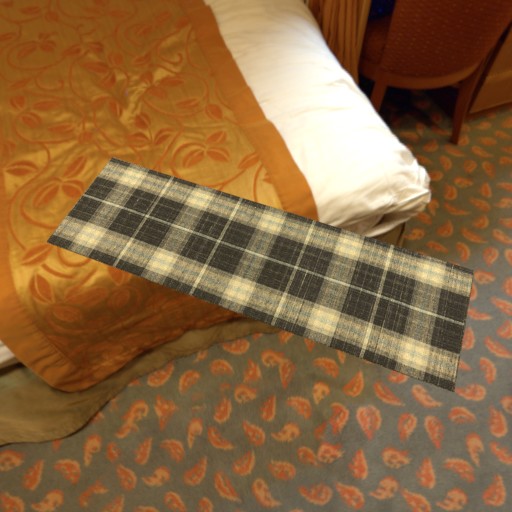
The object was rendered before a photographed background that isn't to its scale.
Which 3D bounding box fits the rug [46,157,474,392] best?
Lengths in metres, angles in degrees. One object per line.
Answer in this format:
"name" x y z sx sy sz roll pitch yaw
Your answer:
"rug" 0.000 0.000 2.630 2.434 0.012 0.760 19 60 11
